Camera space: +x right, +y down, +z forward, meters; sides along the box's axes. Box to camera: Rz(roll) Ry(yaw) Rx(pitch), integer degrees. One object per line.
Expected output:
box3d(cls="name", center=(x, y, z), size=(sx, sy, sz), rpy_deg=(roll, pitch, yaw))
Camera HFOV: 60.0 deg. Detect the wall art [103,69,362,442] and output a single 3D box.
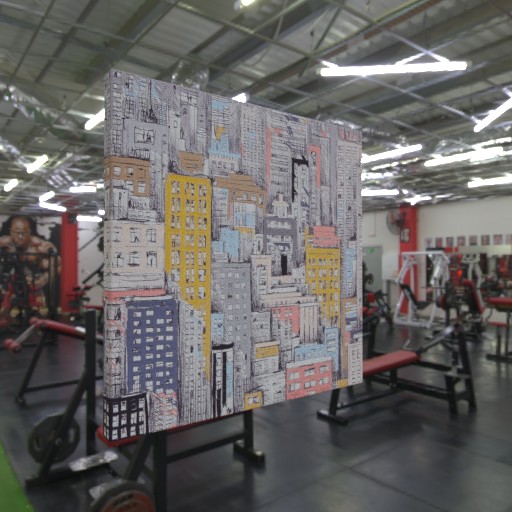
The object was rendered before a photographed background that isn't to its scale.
box3d(cls="wall art", center=(0.000, 0.000, 1.138), size=(0.761, 0.762, 0.048), rpy_deg=(0, -1, -36))
